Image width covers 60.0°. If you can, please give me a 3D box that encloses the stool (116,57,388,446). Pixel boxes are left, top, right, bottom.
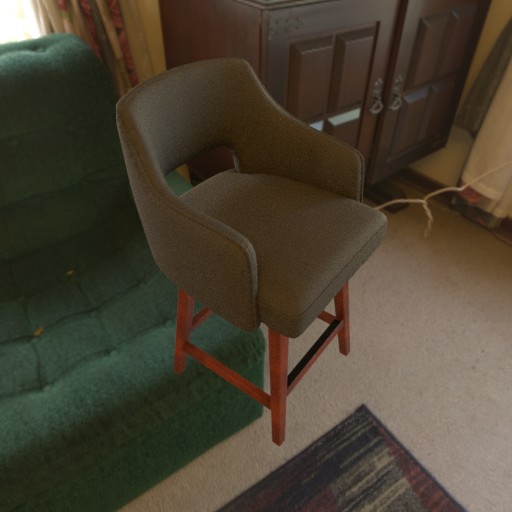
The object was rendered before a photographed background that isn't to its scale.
[{"bbox_3d":[0.000,0.000,1.242,0.558,0.912,0.548,26,47,27],"label":"stool"}]
